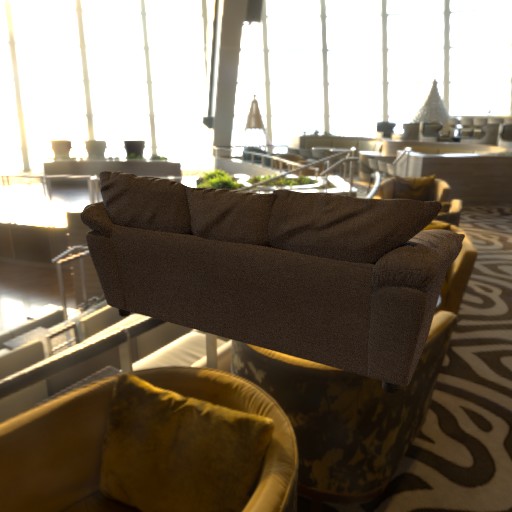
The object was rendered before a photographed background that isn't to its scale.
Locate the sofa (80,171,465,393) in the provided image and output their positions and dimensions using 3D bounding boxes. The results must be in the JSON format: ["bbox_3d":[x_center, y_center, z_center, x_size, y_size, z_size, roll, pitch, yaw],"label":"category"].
[{"bbox_3d":[0.000,0.000,2.904,2.390,1.043,0.927,9,20,28],"label":"sofa"}]
